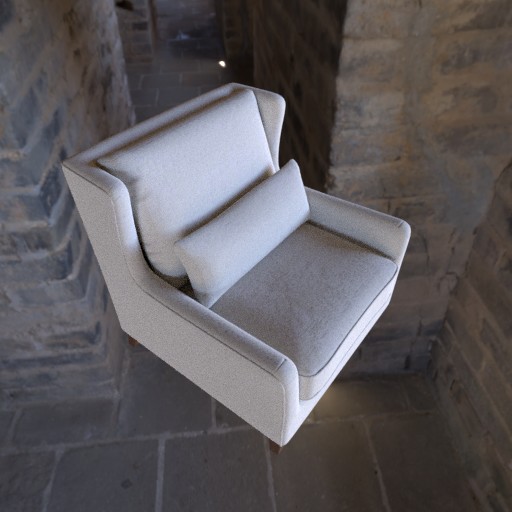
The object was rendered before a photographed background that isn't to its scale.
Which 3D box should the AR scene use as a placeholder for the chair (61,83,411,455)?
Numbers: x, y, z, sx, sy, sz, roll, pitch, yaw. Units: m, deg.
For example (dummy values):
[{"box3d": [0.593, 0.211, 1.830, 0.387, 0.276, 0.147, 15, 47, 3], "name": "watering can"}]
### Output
[{"box3d": [0.000, 0.000, 1.903, 1.040, 1.056, 0.982, 27, 49, 27], "name": "chair"}]
